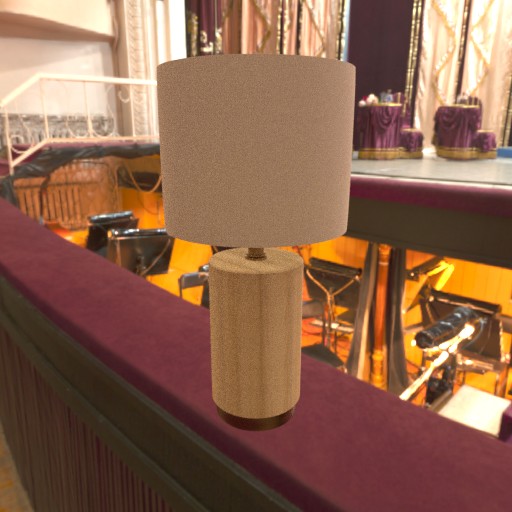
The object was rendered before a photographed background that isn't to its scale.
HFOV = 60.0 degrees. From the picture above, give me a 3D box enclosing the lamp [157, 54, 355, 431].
[{"bbox_3d":[0.000,0.000,0.572,0.228,0.444,0.228,14,21,42],"label":"lamp"}]
